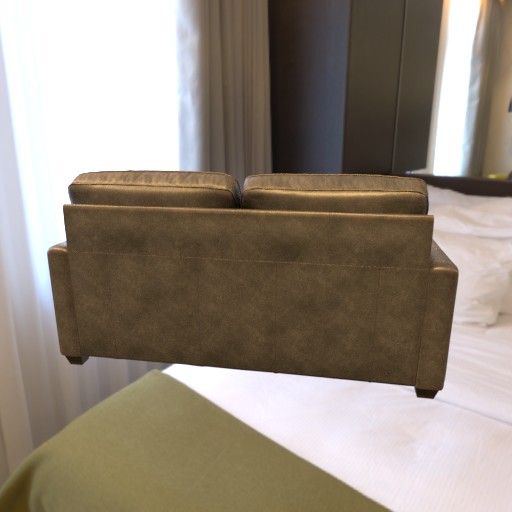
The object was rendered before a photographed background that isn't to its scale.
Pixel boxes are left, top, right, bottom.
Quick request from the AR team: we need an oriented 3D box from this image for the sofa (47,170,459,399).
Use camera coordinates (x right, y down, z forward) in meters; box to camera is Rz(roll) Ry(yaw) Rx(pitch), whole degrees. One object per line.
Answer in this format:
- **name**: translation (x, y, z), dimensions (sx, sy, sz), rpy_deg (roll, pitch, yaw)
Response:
- **sofa**: translation (0.000, 0.000, 2.261), dimensions (1.732, 0.916, 0.939), rpy_deg (3, 16, 10)
